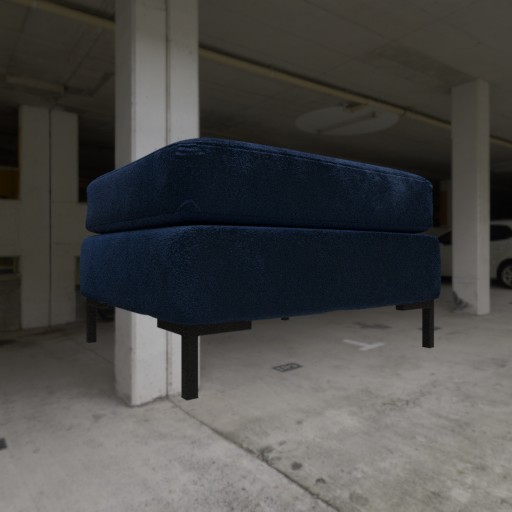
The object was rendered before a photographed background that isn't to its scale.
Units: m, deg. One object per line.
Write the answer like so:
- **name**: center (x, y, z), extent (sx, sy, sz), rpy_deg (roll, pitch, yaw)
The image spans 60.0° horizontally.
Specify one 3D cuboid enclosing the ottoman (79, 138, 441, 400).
- **ottoman**: center (0.000, 0.000, 1.216), extent (0.794, 0.485, 0.655), rpy_deg (0, 0, -36)
